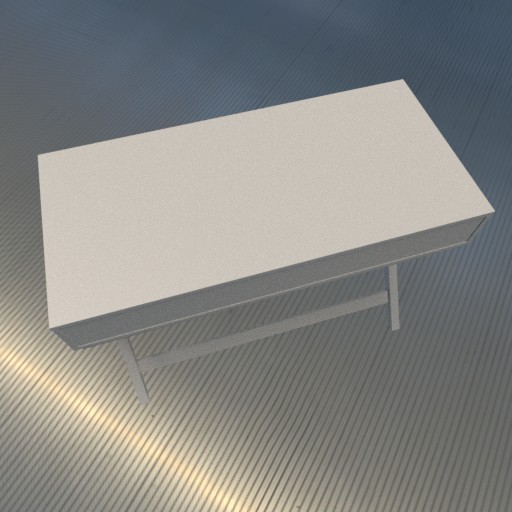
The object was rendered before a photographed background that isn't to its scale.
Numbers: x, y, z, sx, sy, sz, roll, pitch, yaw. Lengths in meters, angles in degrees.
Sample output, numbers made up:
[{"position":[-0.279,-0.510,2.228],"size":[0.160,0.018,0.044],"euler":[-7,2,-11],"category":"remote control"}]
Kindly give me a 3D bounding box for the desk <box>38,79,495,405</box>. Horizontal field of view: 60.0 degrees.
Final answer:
[{"position":[0.000,0.000,1.465],"size":[1.057,0.780,0.525],"euler":[-14,61,-8],"category":"desk"}]
